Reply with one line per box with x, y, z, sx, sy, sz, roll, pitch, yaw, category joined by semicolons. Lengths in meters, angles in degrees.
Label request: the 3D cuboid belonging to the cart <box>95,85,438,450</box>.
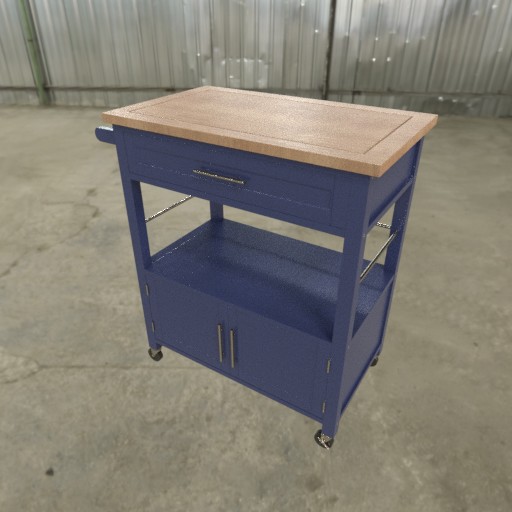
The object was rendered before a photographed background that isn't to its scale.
0.000;0.000;1.420;0.840;0.901;0.459;18;36;27;cart
